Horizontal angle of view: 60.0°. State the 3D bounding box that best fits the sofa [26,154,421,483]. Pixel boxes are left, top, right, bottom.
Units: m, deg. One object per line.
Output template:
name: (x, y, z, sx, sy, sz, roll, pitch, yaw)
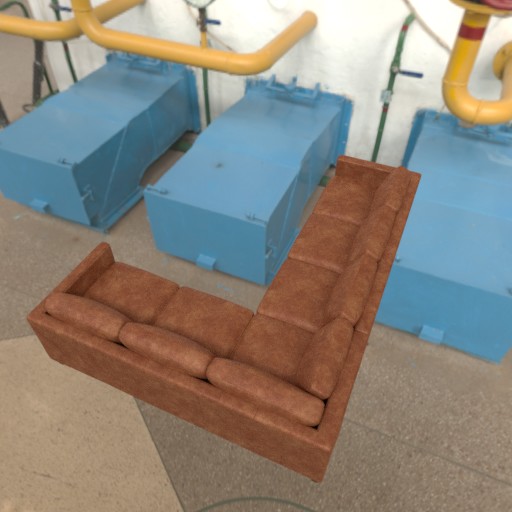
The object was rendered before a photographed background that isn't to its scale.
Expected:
sofa: (0.000, 0.000, 4.203, 2.438, 0.838, 3.167, 18, 48, 17)
